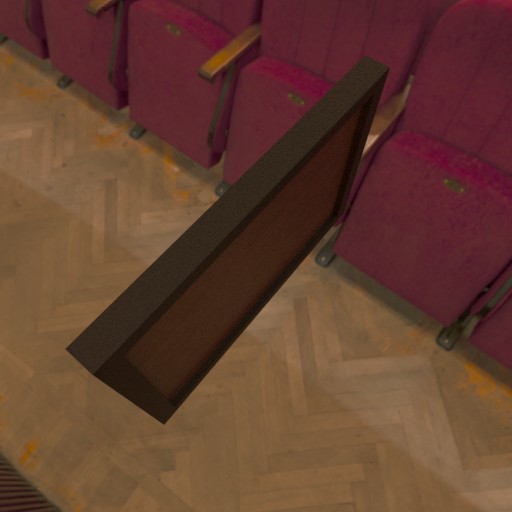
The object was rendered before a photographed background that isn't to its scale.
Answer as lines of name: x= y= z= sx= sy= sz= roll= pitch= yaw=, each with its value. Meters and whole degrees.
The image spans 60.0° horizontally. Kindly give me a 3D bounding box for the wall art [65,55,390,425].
wall art: x=0.000 y=0.000 z=0.848 sx=0.051 sy=0.456 sz=0.671 roll=35 pitch=68 yaw=17
